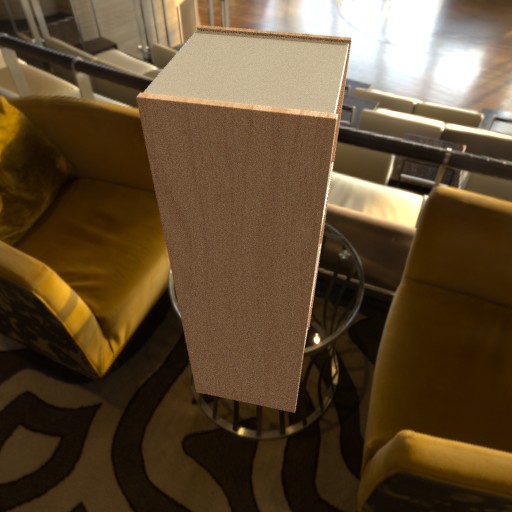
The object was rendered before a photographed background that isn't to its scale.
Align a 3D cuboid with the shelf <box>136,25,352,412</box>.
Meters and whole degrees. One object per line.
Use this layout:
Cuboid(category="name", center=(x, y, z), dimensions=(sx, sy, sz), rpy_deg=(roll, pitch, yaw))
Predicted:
Cuboid(category="shelf", center=(0.000, 0.000, 1.045), dimensions=(0.290, 0.900, 0.300), rpy_deg=(9, 47, 9))
